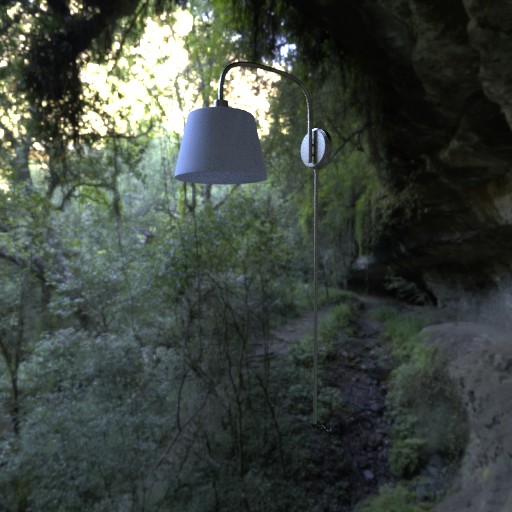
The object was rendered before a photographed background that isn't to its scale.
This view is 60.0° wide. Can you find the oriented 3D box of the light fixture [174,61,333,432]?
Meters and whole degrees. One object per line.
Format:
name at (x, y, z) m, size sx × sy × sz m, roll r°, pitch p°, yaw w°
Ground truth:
light fixture at (0.000, 0.000, 0.466) m, size 0.176 × 0.399 × 0.092 m, roll -2°, pitch 3°, yaw -35°
